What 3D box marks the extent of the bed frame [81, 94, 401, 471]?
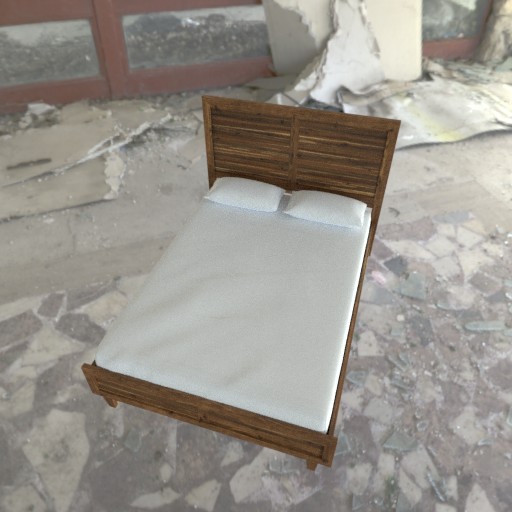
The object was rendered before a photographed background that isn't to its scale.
[{"bbox_3d":[0.000,0.000,3.370,1.696,1.417,2.276,12,43,13],"label":"bed frame"}]
